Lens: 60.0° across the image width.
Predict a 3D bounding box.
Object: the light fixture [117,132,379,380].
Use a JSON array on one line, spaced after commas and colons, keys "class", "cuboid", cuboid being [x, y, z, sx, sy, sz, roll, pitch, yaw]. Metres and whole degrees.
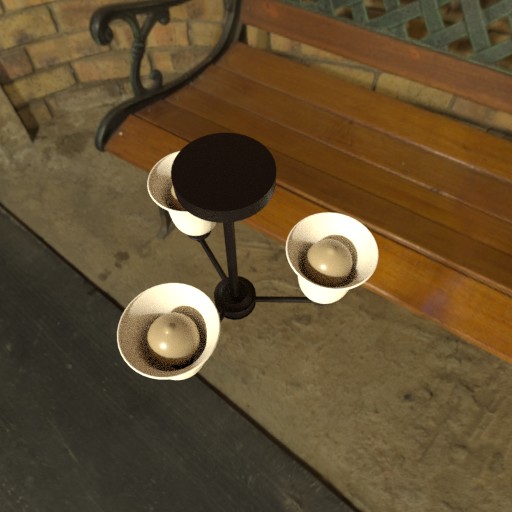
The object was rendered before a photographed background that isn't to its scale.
[{"class": "light fixture", "cuboid": [0.000, 0.000, 0.662, 0.354, 0.370, 0.388, 1, 58, 1]}]
